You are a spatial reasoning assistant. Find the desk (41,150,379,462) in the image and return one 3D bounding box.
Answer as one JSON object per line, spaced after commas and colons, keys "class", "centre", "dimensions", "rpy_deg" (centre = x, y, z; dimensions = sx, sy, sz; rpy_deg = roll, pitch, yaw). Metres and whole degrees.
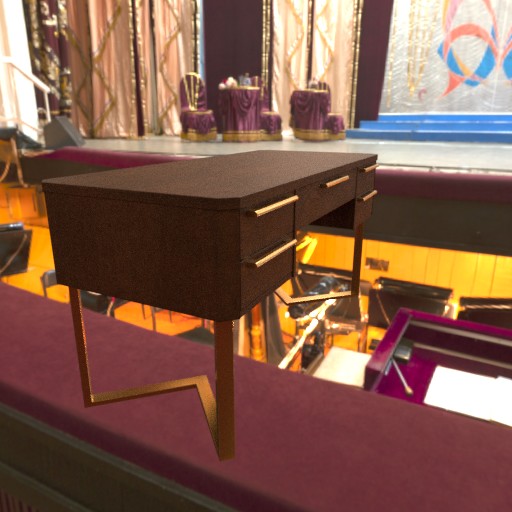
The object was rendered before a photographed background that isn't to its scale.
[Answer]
{"class": "desk", "centre": [0.000, 0.000, 1.862], "dimensions": [0.684, 0.762, 1.479], "rpy_deg": [9, 19, 26]}
